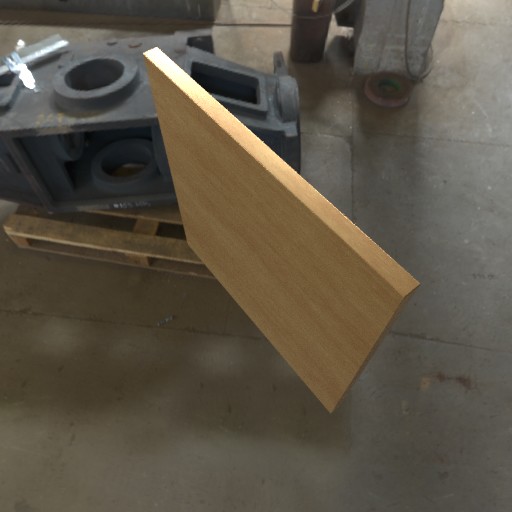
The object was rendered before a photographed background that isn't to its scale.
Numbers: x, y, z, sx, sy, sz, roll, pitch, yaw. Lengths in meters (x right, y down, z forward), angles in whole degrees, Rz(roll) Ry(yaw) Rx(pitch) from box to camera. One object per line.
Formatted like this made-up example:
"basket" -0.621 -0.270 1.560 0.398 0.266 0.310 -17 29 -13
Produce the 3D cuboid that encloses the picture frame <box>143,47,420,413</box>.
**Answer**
"picture frame" 0.000 0.000 1.143 0.037 0.761 0.758 -34 64 -19
